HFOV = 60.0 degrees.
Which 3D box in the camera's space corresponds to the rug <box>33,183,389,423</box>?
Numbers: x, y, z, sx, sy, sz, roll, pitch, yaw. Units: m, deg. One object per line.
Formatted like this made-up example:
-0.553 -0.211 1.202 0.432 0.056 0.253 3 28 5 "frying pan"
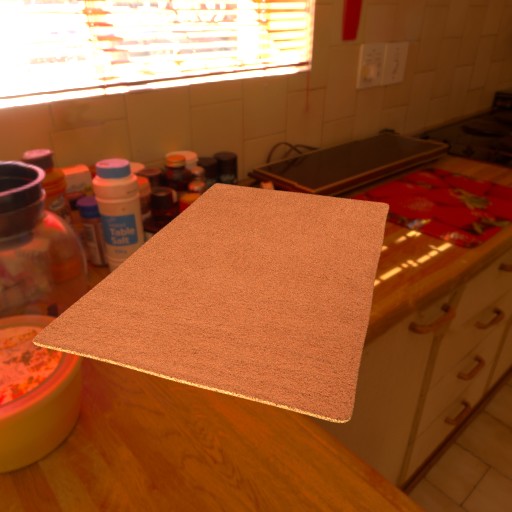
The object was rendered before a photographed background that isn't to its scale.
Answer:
0.000 0.000 3.376 1.801 0.024 2.700 9 31 16 "rug"
